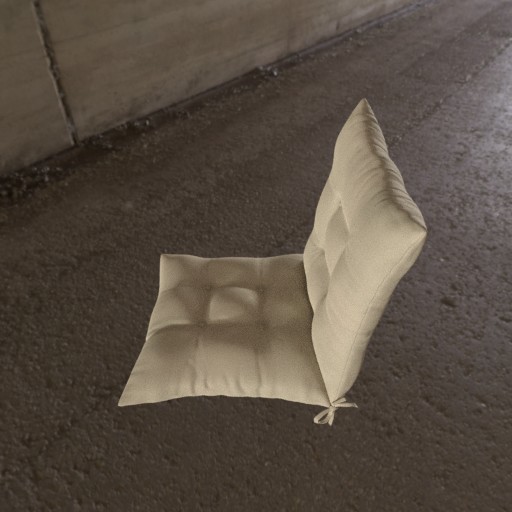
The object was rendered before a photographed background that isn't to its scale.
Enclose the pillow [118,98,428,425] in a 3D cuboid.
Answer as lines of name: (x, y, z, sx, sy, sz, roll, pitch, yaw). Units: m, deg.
pillow: (0.000, 0.000, 0.998, 0.585, 0.536, 0.541, 1, 41, 1)
